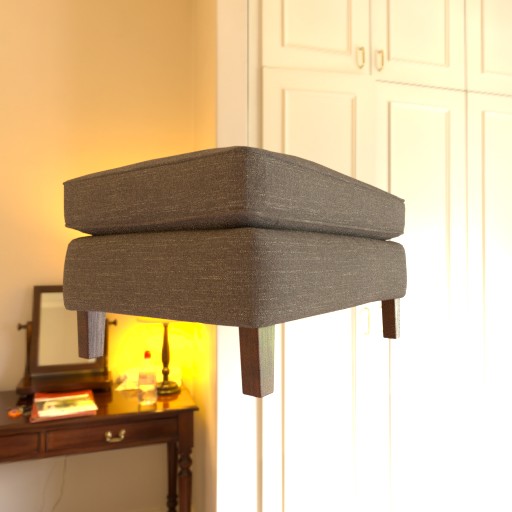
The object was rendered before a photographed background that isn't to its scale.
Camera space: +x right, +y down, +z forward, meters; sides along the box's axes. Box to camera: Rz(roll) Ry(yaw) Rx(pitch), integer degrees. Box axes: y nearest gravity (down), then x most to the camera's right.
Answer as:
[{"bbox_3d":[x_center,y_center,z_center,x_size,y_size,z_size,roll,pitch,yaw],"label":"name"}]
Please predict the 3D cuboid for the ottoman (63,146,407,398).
[{"bbox_3d":[0.000,0.000,0.994,0.508,0.406,0.686,0,-1,36],"label":"ottoman"}]
